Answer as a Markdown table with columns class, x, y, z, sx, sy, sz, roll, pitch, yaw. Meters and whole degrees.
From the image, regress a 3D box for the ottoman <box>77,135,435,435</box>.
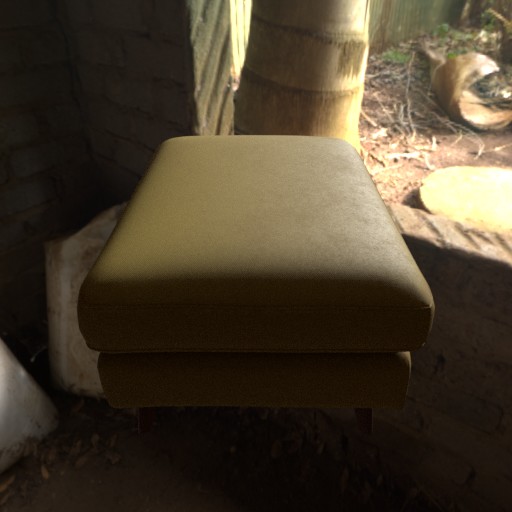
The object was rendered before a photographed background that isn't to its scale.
| class | x | y | z | sx | sy | sz | roll | pitch | yaw |
| --- | --- | --- | --- | --- | --- | --- | --- | --- | --- |
| ottoman | 0.000 | 0.000 | 1.117 | 0.608 | 0.449 | 0.811 | 0 | 33 | 0 |
